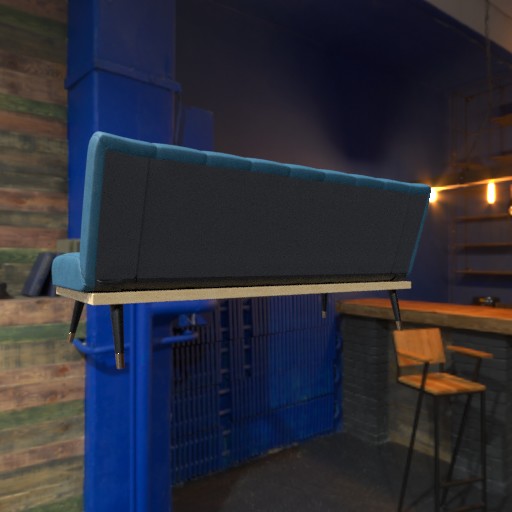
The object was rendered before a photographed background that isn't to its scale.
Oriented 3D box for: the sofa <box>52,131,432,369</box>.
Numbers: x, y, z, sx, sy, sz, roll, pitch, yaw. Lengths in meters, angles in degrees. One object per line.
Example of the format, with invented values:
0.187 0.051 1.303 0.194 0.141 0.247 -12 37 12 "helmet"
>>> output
0.000 0.000 2.276 1.810 0.825 0.830 1 -1 -34 "sofa"
